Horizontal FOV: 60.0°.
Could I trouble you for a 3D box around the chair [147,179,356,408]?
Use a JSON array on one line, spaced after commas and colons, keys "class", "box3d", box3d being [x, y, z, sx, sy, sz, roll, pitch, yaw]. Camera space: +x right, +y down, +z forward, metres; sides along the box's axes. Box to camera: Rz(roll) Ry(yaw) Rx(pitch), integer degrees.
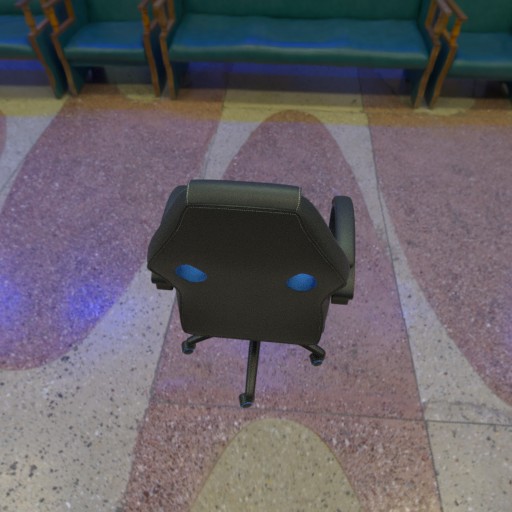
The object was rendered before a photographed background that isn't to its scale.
[{"class": "chair", "box3d": [0.000, 0.000, 1.635, 0.673, 1.187, 0.724, 4, 49, 4]}]
